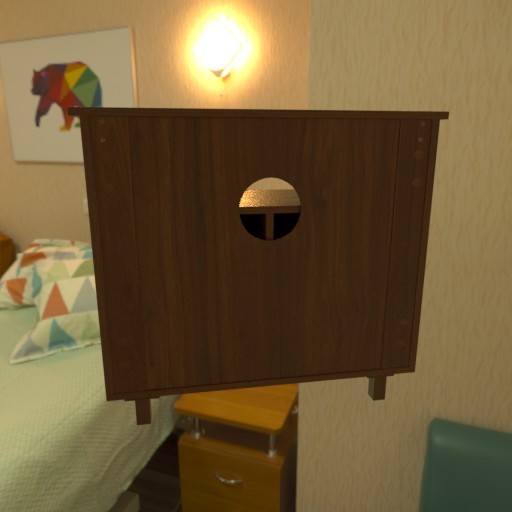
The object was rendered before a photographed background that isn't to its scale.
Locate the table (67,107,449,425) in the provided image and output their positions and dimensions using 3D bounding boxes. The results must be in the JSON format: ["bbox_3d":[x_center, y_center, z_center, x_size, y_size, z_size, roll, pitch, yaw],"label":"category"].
[{"bbox_3d":[0.000,0.000,1.192,0.802,0.725,0.390,-3,15,-10],"label":"table"}]
